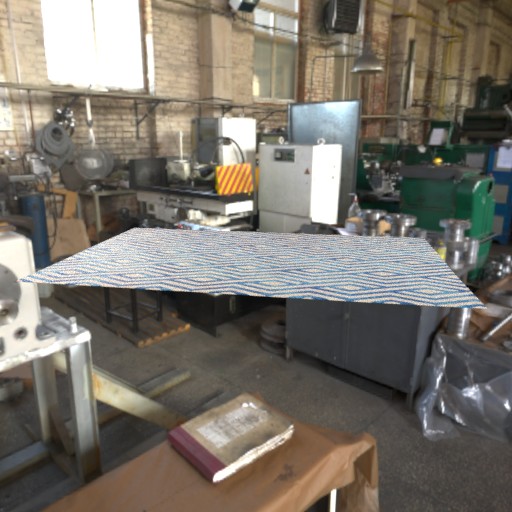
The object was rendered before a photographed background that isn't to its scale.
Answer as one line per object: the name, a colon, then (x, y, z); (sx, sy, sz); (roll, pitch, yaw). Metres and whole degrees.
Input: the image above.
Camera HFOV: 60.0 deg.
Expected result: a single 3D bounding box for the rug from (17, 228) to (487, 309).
rug: (0.000, 0.000, 2.986); (2.439, 0.008, 1.531); (2, 15, 9)
